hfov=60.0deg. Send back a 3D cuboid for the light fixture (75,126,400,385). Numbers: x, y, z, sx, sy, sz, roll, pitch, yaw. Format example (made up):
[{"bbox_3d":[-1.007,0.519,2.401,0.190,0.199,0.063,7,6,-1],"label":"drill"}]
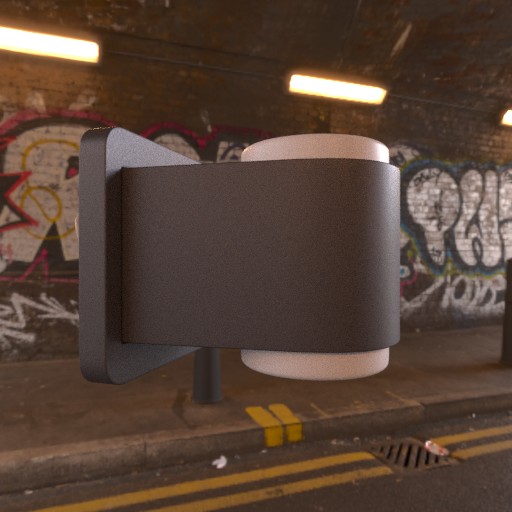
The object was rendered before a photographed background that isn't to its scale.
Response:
[{"bbox_3d":[0.000,0.000,0.213,0.132,0.109,0.109,0,0,18],"label":"light fixture"}]
